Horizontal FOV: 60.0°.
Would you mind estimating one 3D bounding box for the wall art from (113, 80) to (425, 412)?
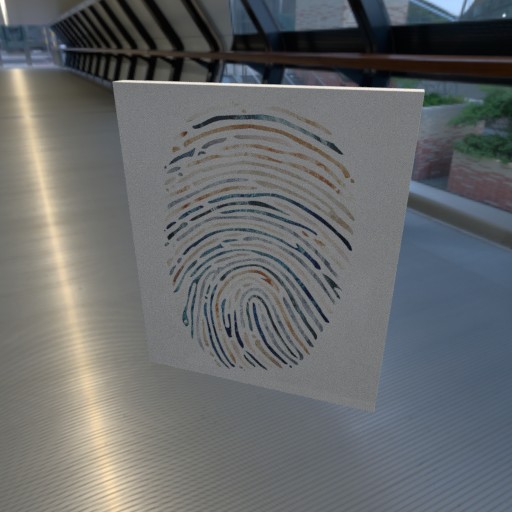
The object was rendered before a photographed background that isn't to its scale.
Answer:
[{"bbox_3d":[0.000,0.000,0.839,0.508,0.606,0.037,8,27,16],"label":"wall art"}]
